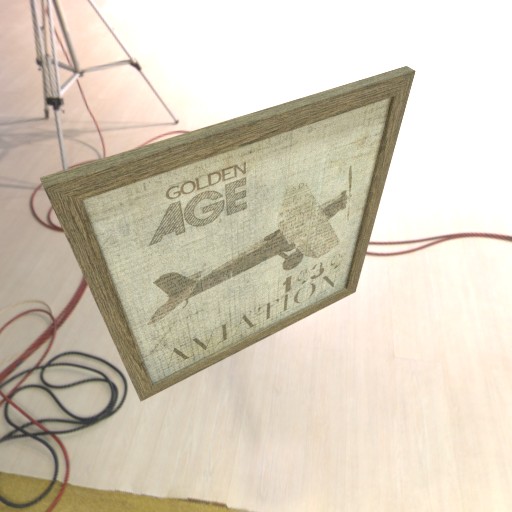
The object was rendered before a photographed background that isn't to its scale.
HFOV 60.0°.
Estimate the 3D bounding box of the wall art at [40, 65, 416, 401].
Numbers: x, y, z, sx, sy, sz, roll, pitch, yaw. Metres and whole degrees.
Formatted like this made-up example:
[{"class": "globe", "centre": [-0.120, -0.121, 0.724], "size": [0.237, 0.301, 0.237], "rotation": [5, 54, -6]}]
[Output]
[{"class": "wall art", "centre": [0.000, 0.000, 0.728], "size": [0.508, 0.508, 0.019], "rotation": [-23, 52, -20]}]
